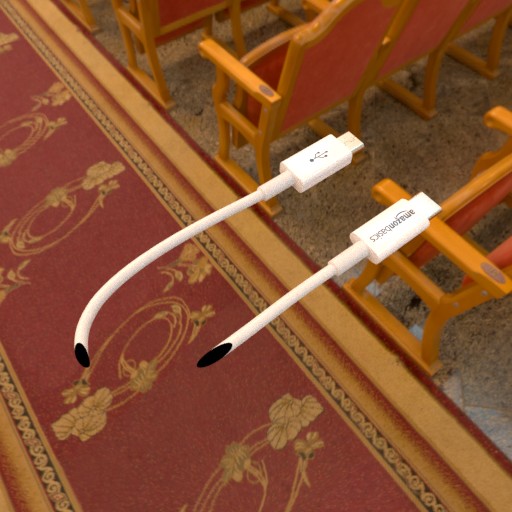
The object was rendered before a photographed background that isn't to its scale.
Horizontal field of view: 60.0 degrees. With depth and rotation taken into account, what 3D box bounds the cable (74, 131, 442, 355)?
[{"bbox_3d":[0.000,0.000,0.114,0.098,0.006,0.040,-33,64,-18],"label":"cable"}]
